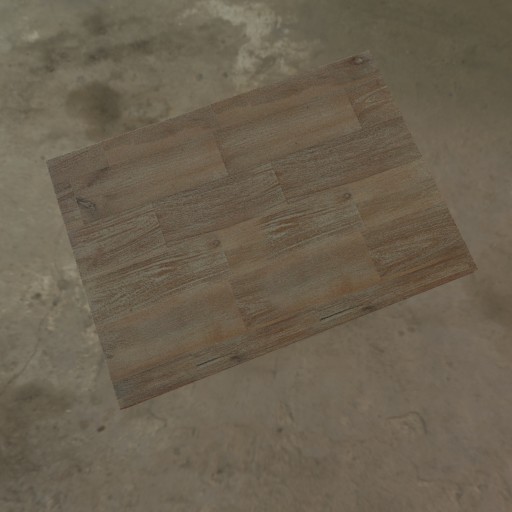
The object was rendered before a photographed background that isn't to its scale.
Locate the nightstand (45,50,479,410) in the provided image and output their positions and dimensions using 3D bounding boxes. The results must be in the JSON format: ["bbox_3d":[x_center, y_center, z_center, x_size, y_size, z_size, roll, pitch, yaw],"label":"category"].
[{"bbox_3d":[0.000,0.000,0.958,0.552,0.589,0.396,-20,78,-4],"label":"nightstand"}]
